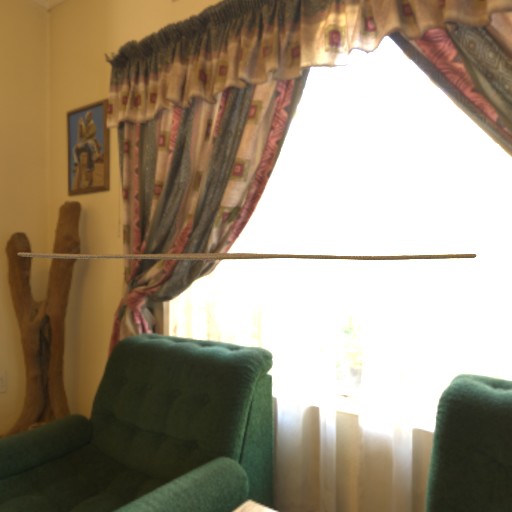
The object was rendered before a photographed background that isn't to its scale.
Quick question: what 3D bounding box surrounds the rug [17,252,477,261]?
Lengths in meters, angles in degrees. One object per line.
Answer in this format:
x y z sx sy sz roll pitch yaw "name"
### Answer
0.000 0.000 2.915 2.430 0.053 1.553 0 0 19 "rug"
